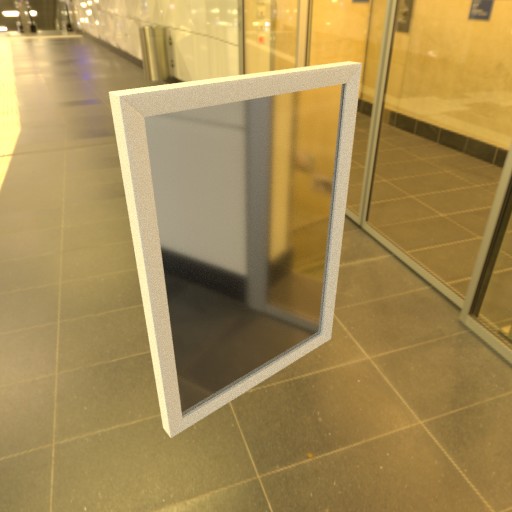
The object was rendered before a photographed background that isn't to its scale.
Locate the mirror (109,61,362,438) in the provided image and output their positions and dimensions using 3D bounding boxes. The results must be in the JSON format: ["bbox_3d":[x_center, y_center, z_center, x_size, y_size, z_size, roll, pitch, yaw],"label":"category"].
[{"bbox_3d":[0.000,0.000,0.928,0.507,0.710,0.040,-23,38,-33],"label":"mirror"}]
